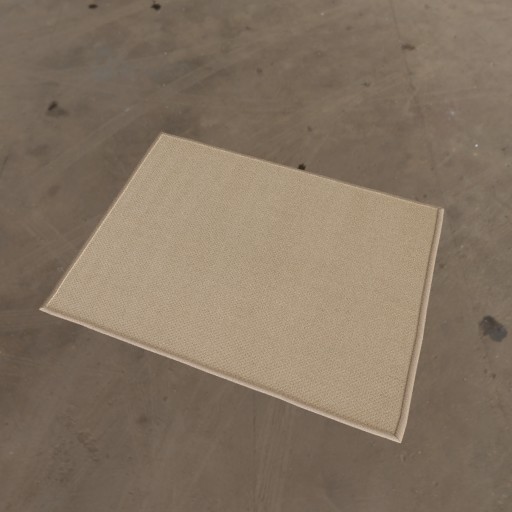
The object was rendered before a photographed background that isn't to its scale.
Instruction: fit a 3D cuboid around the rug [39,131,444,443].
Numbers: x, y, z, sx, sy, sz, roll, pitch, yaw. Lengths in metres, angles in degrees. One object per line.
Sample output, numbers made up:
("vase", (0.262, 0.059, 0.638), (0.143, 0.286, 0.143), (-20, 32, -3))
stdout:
("rug", (0.000, 0.000, 2.707), (2.081, 0.020, 1.525), (17, 60, 10))
